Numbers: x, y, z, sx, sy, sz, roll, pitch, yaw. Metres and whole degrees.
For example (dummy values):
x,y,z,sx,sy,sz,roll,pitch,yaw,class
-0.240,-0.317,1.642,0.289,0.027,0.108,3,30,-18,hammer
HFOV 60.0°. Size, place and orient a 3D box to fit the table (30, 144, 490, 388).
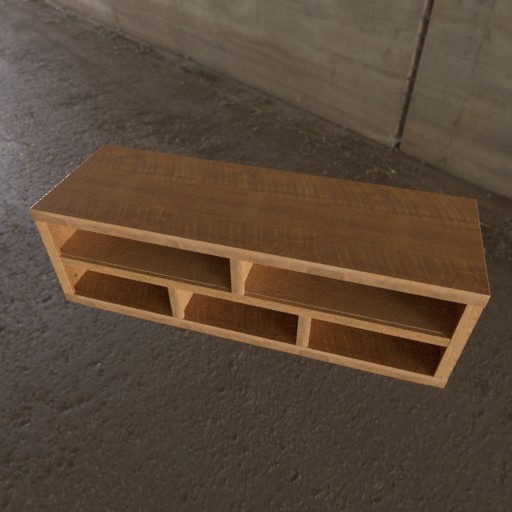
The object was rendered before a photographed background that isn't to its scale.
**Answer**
x,y,z,sx,sy,sz,roll,pitch,yaw,class
0.000,0.000,1.728,1.499,0.491,0.499,11,42,12,table
